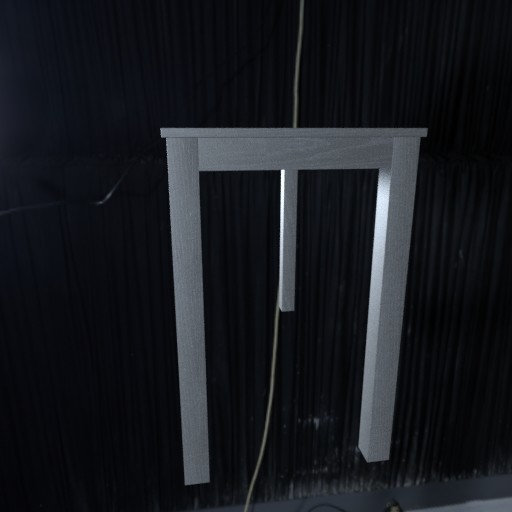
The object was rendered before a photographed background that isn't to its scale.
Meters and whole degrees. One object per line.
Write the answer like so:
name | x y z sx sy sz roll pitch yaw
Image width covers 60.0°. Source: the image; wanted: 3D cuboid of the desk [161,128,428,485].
desk | 0.000 0.000 1.380 0.499 0.762 0.991 -3 16 -9
